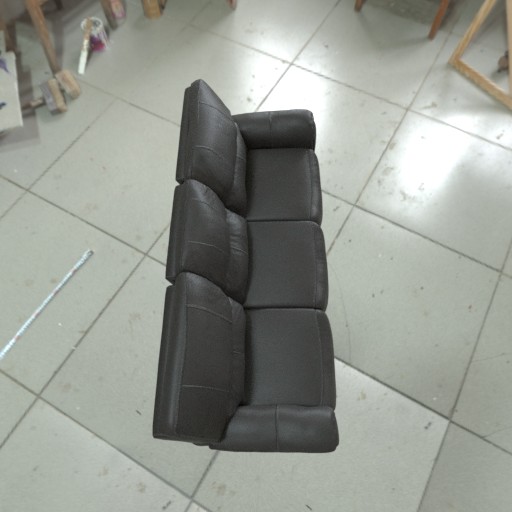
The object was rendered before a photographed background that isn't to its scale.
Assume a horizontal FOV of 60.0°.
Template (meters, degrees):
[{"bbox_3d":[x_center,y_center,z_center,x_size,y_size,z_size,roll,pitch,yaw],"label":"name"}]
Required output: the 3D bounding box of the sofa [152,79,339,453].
[{"bbox_3d":[0.000,0.000,3.219,1.104,1.134,2.627,0,63,0],"label":"sofa"}]
